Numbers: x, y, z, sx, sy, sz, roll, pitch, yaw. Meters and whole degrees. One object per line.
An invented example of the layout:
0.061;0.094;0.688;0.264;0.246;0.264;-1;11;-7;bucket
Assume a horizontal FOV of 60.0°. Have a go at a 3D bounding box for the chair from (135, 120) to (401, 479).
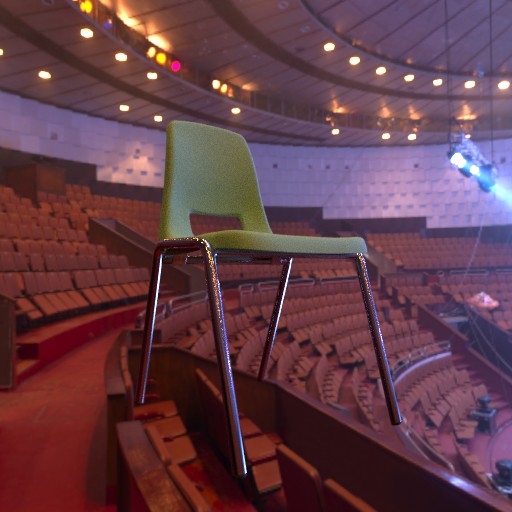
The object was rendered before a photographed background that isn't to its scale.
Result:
0.000;0.000;0.918;0.381;0.653;0.436;1;-2;-36;chair
